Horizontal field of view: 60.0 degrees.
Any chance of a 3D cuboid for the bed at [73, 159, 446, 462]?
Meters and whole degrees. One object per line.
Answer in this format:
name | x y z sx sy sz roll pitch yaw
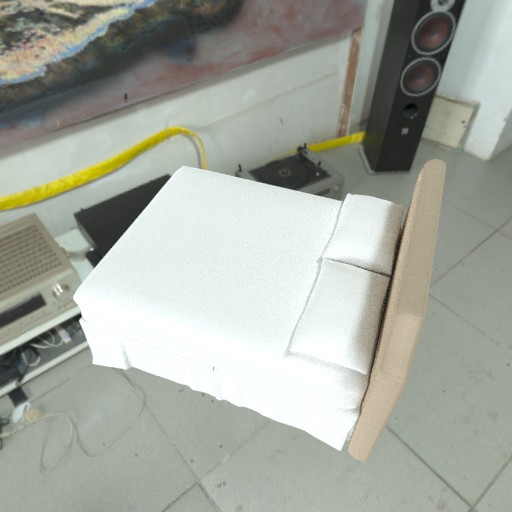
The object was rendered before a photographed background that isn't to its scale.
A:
bed | 0.000 0.000 3.223 2.204 1.301 1.828 15 48 14
